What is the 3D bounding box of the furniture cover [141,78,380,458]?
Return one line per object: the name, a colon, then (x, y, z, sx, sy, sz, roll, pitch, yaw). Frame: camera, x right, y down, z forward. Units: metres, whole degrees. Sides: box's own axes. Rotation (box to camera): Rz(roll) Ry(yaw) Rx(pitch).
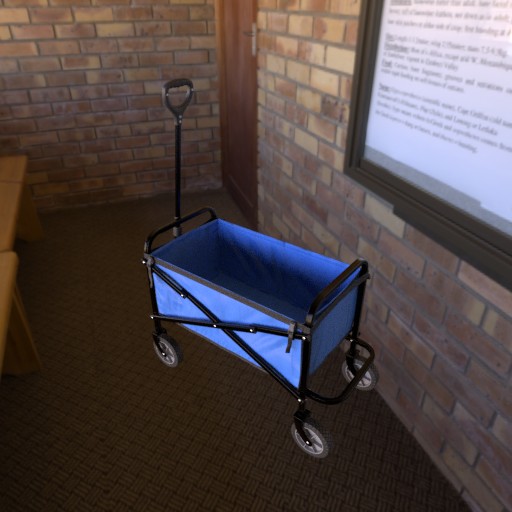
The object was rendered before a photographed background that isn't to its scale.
furniture cover: (0.000, 0.000, 1.814, 1.038, 1.295, 0.532, 21, 37, 31)
